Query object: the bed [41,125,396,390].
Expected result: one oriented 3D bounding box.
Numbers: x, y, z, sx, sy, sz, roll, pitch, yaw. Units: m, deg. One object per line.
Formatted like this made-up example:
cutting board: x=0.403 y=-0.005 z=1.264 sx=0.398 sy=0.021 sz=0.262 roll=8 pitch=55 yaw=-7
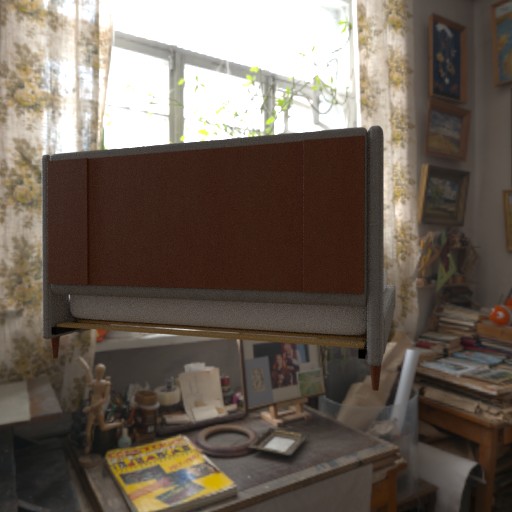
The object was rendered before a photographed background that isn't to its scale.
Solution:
bed: x=0.000 y=0.000 z=3.524 sx=2.062 sy=1.289 sz=2.342 roll=0 pitch=1 yaw=19
